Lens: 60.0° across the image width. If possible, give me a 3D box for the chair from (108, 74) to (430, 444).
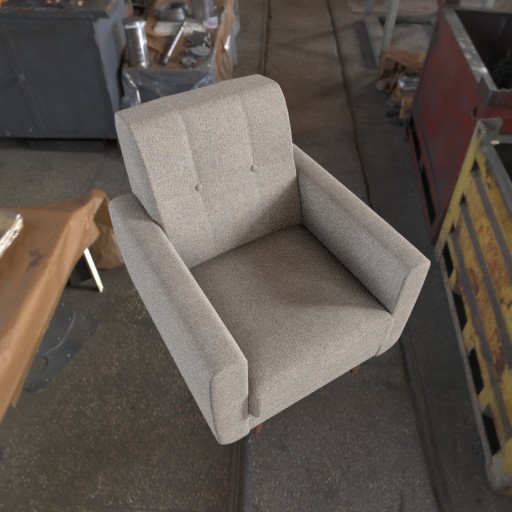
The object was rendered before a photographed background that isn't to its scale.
[{"bbox_3d":[0.000,0.000,1.685,0.845,0.968,0.942,-24,51,-21],"label":"chair"}]
